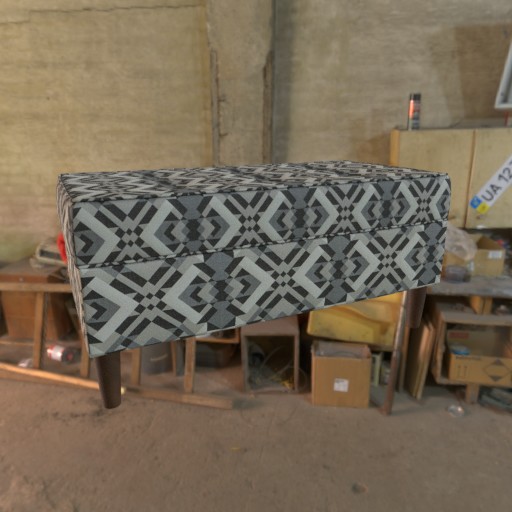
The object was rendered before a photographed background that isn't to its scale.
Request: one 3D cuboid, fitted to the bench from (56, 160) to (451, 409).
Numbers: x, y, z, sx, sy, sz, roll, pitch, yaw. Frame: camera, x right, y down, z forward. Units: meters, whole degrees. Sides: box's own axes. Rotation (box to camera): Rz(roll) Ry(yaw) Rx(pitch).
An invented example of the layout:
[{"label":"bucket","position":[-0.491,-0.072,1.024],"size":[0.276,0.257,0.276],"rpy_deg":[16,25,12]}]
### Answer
[{"label":"bench","position":[0.000,0.000,1.292],"size":[1.016,0.477,0.492],"rpy_deg":[-8,19,-25]}]
